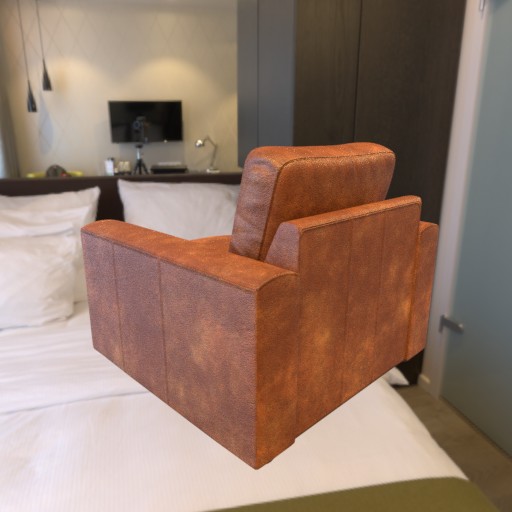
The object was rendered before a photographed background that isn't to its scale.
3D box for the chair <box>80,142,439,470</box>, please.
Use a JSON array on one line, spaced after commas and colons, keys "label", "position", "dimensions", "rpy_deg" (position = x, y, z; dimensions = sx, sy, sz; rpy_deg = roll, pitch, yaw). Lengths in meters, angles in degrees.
[{"label": "chair", "position": [0.000, 0.000, 1.754], "dimensions": [1.005, 0.873, 1.016], "rpy_deg": [-15, 22, -42]}]
